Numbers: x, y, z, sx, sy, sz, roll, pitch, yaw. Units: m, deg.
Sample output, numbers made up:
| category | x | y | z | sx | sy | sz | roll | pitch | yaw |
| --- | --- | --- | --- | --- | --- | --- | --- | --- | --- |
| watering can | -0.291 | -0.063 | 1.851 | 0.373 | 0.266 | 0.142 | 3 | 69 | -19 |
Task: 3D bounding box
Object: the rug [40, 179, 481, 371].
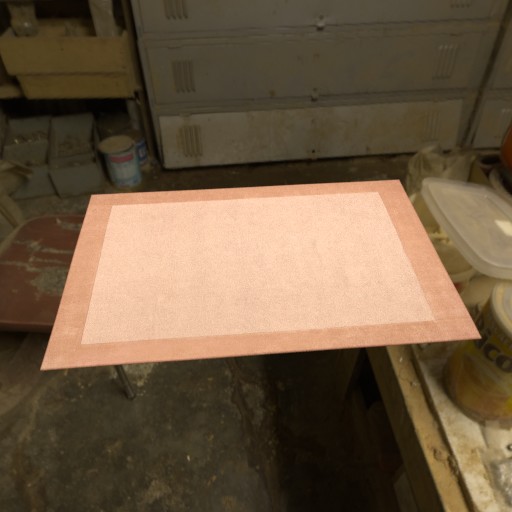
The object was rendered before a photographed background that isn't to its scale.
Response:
| category | x | y | z | sx | sy | sz | roll | pitch | yaw |
| --- | --- | --- | --- | --- | --- | --- | --- | --- | --- |
| rug | 0.000 | 0.000 | 2.969 | 2.438 | 0.014 | 1.524 | -3 | 45 | -3 |
